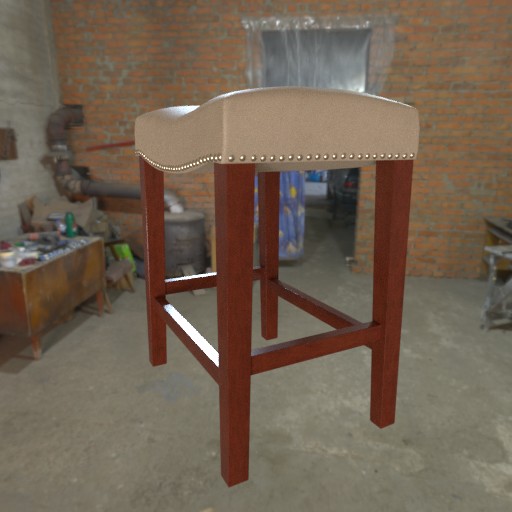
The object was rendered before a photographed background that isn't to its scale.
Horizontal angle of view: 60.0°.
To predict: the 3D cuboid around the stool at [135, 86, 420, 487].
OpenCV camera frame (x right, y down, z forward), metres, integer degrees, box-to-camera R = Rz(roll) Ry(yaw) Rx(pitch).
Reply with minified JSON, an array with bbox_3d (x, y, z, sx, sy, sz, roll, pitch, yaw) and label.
[{"bbox_3d":[0.000,0.000,0.944,0.375,0.632,0.509,-7,16,-27],"label":"stool"}]
